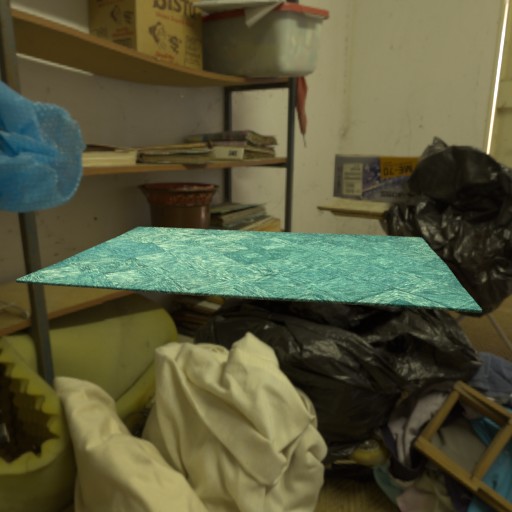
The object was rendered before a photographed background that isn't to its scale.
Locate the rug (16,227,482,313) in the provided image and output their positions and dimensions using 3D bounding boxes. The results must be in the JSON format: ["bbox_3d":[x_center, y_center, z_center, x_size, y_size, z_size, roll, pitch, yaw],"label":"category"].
[{"bbox_3d":[0.000,0.000,2.131,1.728,0.017,1.136,3,15,10],"label":"rug"}]
